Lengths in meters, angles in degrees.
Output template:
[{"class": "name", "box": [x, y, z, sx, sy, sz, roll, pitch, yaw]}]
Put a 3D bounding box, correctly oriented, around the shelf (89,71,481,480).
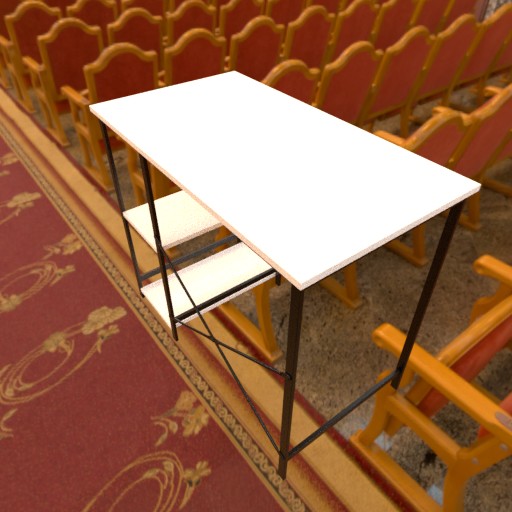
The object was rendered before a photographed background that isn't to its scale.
[{"class": "shelf", "box": [0.000, 0.000, 1.327, 0.498, 0.750, 0.902, -26, 47, -27]}]
